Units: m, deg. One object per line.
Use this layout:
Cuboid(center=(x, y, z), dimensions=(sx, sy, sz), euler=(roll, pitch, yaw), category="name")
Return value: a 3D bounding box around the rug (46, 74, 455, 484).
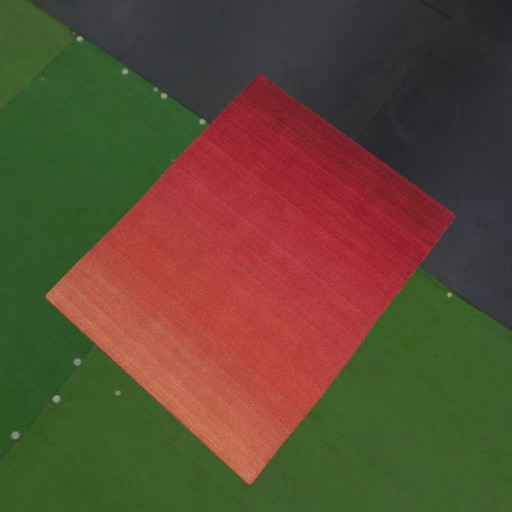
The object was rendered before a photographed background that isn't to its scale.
Cuboid(center=(0.000, 0.000, 3.915), dimensions=(2.340, 0.028, 2.905), euler=(39, 79, 9), category="rug")
